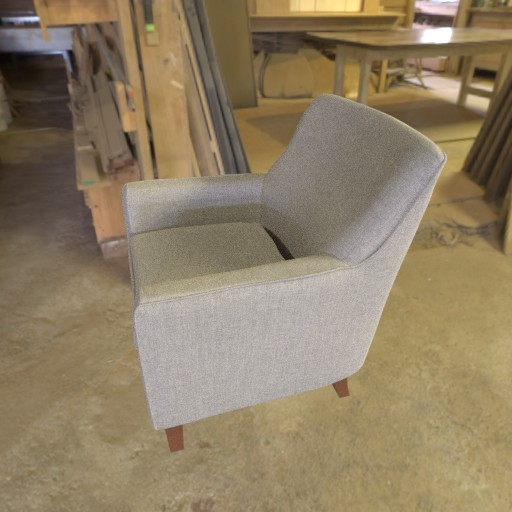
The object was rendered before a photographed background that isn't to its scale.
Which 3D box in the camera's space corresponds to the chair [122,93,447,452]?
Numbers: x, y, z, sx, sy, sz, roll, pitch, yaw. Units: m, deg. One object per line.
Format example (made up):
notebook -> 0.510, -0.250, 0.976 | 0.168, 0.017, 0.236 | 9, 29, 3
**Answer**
chair -> 0.000, 0.000, 1.743 | 0.993, 1.047, 0.887 | -9, 32, -14
